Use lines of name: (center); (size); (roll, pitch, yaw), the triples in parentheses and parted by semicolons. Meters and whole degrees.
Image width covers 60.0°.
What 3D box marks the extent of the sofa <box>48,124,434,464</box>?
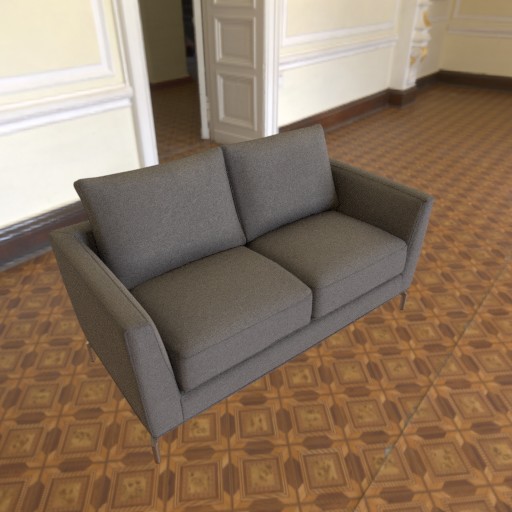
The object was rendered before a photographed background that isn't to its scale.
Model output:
sofa: (0.000, 0.000, 2.101); (1.594, 0.924, 0.803); (-22, 38, -31)
